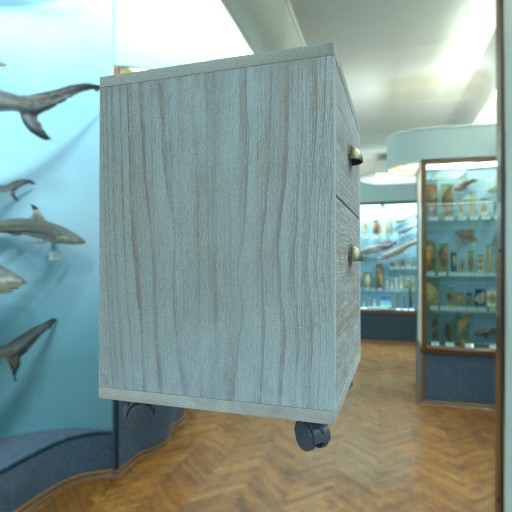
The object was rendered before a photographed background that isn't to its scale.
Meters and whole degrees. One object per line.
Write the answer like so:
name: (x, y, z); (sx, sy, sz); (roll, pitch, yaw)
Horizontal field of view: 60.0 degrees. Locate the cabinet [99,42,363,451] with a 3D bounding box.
cabinet: (0.000, 0.000, 0.849); (0.401, 0.579, 0.409); (0, 0, 18)
